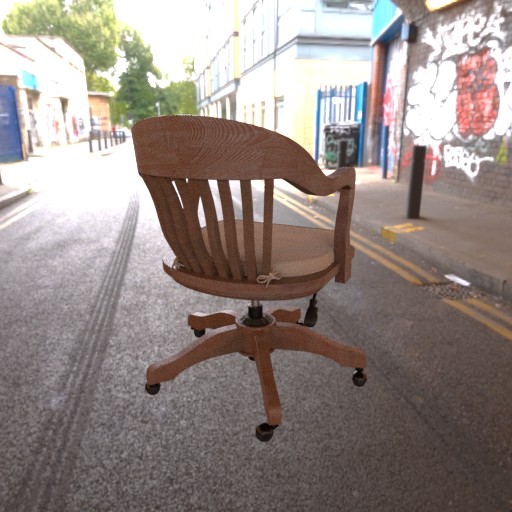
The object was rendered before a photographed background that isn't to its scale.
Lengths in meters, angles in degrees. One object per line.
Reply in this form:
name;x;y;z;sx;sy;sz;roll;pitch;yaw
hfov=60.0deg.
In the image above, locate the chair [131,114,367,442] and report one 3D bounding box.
chair;0.000;0.000;1.474;0.750;0.878;0.788;8;18;27
